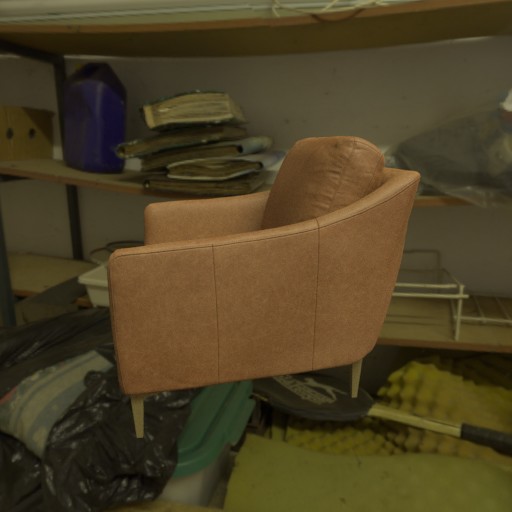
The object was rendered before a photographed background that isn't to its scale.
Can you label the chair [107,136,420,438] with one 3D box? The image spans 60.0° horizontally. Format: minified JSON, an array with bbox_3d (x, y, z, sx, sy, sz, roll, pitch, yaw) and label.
[{"bbox_3d":[0.000,0.000,1.720,0.963,0.895,0.988,-2,14,-8],"label":"chair"}]
